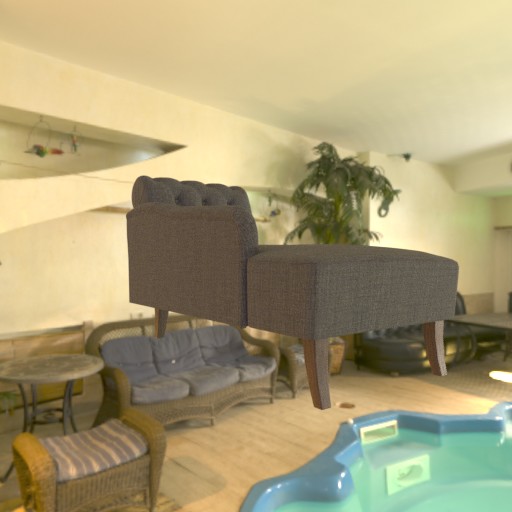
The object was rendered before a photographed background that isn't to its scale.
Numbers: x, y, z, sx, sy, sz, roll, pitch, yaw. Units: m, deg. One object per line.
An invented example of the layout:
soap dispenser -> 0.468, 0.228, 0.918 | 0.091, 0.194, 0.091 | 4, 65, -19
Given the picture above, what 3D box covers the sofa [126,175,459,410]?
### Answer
sofa -> 0.000, 0.000, 1.819 | 0.675, 0.787, 1.379 | 0, 0, -36
